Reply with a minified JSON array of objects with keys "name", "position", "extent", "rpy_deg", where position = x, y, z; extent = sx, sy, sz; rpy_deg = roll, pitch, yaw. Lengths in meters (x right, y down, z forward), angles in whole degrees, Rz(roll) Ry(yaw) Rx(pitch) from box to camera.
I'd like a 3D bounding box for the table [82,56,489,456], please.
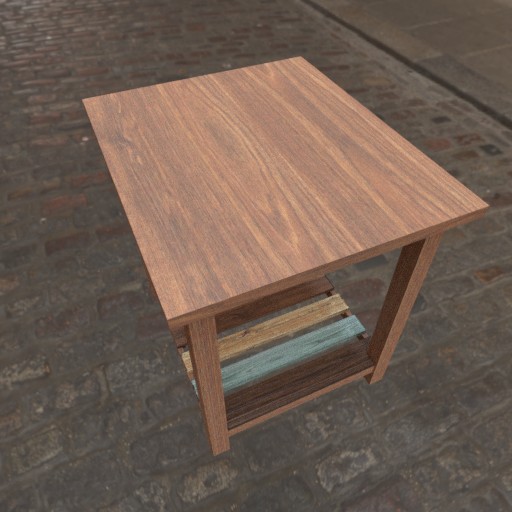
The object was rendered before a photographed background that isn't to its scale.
[{"name":"table","position":[0.000,0.000,1.100],"extent":[0.559,0.635,0.660],"rpy_deg":[-18,49,-17]}]
